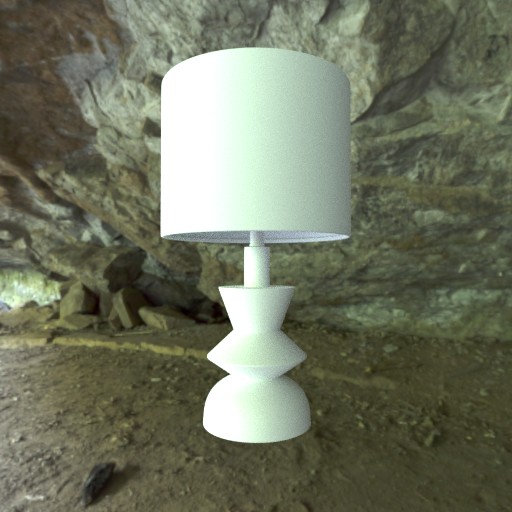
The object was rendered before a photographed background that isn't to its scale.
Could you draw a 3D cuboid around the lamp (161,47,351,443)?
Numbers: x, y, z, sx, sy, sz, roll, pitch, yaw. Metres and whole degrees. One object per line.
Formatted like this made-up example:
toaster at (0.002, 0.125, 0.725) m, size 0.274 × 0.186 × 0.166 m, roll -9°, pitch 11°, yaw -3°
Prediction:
lamp at (0.000, 0.000, 0.716) m, size 0.301 × 0.533 × 0.301 m, roll -1°, pitch -2°, yaw 36°
